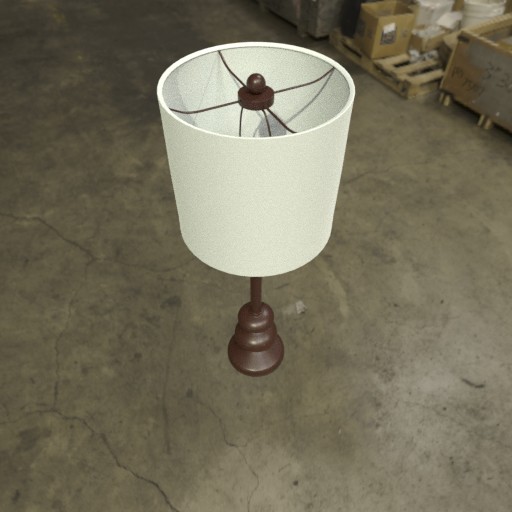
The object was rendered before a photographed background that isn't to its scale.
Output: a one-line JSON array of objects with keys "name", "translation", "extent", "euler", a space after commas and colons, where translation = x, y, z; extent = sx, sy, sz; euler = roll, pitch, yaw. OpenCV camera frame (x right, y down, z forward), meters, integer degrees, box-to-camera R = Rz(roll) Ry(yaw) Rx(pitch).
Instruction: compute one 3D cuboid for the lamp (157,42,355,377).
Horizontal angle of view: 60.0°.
[{"name": "lamp", "translation": [0.000, 0.000, 0.819], "extent": [0.254, 0.690, 0.254], "euler": [-20, 51, -17]}]
